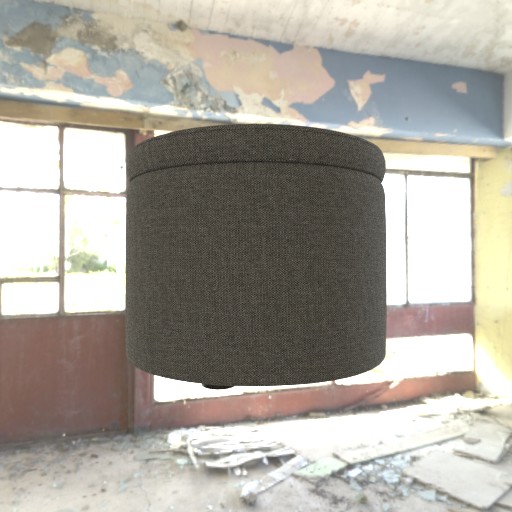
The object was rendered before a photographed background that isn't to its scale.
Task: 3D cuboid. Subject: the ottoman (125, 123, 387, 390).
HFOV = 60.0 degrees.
[{"bbox_3d":[0.000,0.000,0.919,0.520,0.430,0.520,0,0,0],"label":"ottoman"}]
